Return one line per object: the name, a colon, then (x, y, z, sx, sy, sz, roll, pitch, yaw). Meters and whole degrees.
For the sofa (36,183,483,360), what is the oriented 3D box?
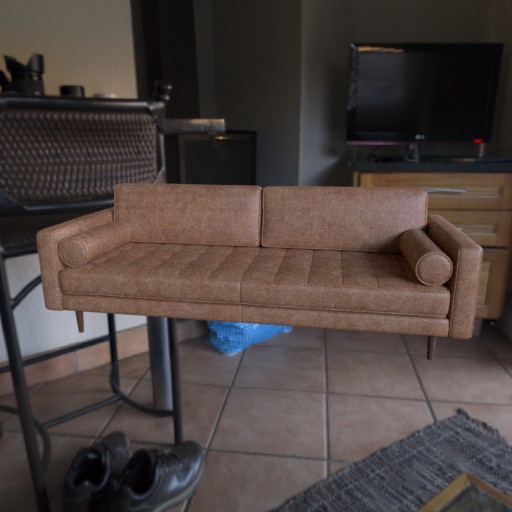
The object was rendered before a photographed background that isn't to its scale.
sofa: (0.000, 0.000, 2.577, 2.200, 0.770, 0.919, 3, 15, 10)
